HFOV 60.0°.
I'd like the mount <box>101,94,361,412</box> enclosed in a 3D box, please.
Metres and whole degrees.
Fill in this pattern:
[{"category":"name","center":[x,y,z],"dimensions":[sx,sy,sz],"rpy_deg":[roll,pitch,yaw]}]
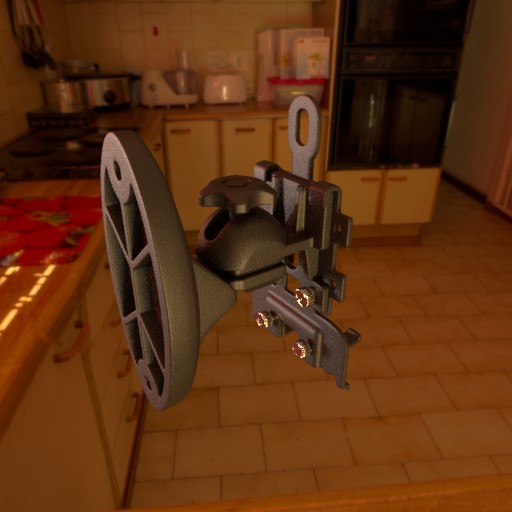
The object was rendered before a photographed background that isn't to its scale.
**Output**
[{"category":"mount","center":[0.000,0.000,0.175],"dimensions":[0.100,0.118,0.066],"rpy_deg":[-18,32,-31]}]
